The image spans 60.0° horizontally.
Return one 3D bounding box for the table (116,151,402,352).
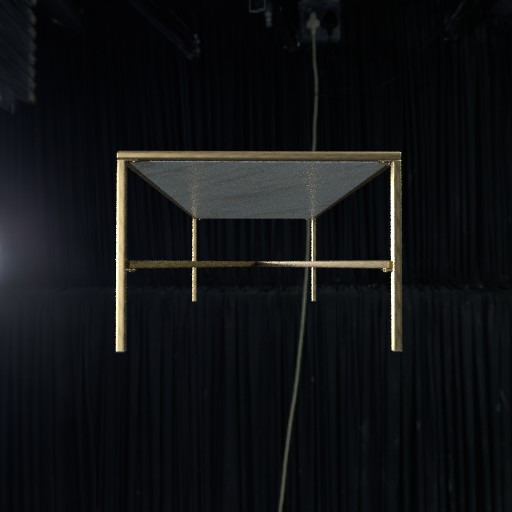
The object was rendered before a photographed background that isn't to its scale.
[{"bbox_3d":[0.000,0.000,1.492,0.577,0.405,1.197,0,-1,-1],"label":"table"}]
